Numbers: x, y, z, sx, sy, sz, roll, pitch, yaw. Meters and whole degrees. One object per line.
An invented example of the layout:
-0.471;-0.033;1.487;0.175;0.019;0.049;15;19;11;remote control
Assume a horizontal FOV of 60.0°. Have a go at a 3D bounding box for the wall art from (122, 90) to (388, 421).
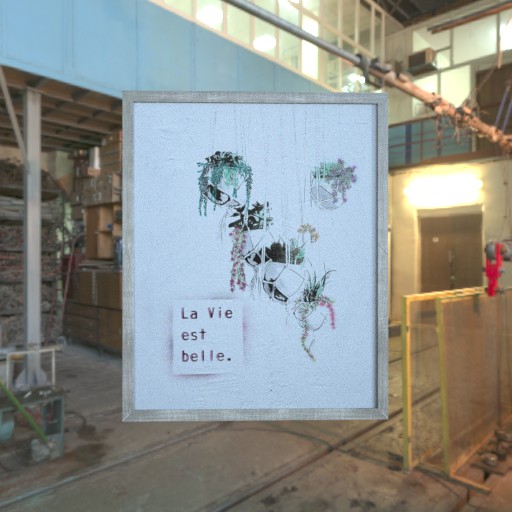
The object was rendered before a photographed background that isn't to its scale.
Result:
0.000;0.000;0.717;0.421;0.521;0.032;0;0;-2;wall art
